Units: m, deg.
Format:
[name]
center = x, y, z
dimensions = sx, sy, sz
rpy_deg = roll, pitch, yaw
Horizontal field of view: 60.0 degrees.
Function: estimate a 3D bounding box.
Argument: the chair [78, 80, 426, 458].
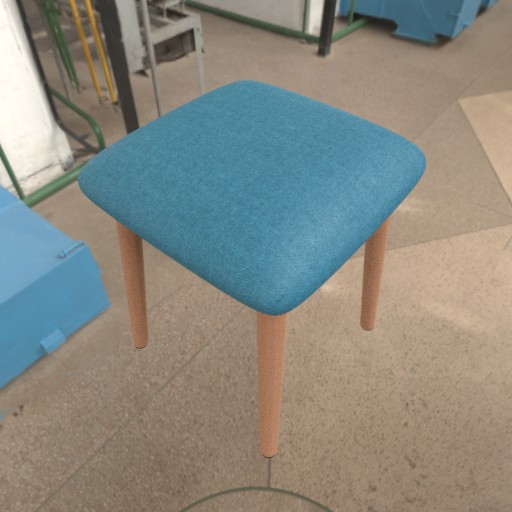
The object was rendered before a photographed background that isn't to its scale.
[chair]
center = 0.000, 0.000, 0.713
dimensions = 0.360, 0.450, 0.360
rpy_deg = 31, 54, 26
